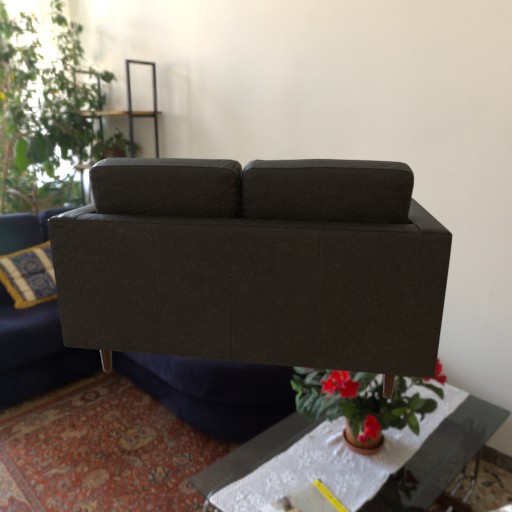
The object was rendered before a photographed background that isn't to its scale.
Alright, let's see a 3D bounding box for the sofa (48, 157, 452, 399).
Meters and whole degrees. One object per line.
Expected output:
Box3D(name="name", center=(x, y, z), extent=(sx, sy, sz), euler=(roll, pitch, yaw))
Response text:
Box3D(name="sofa", center=(0.000, 0.000, 2.010), extent=(1.430, 0.899, 0.879), euler=(3, 16, 9))
